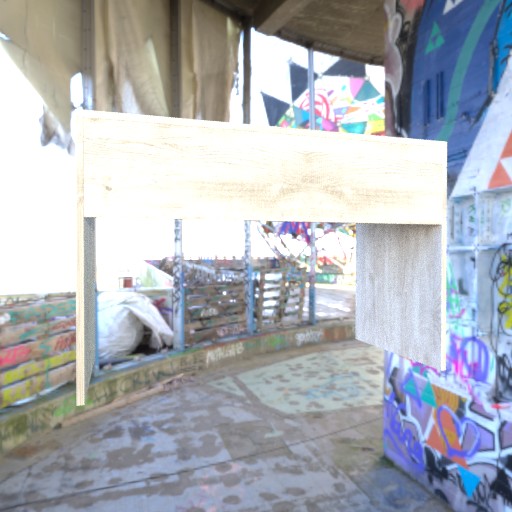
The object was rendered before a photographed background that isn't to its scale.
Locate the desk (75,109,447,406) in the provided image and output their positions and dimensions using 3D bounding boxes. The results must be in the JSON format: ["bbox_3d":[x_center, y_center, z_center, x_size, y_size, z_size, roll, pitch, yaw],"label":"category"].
[{"bbox_3d":[0.000,0.000,1.519,1.100,0.730,0.560,0,1,-17],"label":"desk"}]
